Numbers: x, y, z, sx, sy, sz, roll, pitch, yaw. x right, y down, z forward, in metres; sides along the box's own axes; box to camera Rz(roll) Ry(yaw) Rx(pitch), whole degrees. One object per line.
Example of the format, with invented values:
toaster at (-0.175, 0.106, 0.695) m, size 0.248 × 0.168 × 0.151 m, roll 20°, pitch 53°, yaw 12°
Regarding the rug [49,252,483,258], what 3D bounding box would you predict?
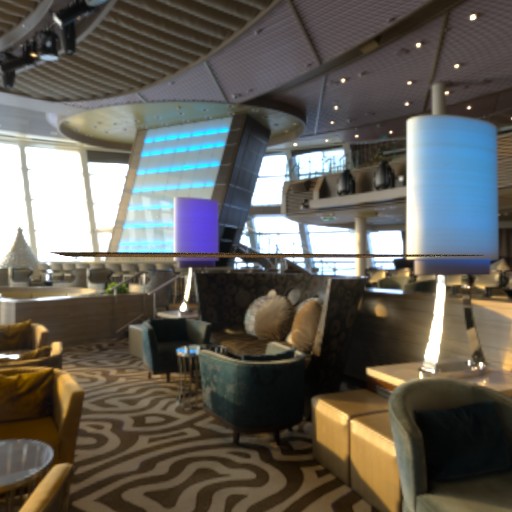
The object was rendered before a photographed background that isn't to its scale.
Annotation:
rug at (0.000, 0.000, 2.994) m, size 2.435 × 0.006 × 1.521 m, roll 0°, pitch -1°, yaw -20°
